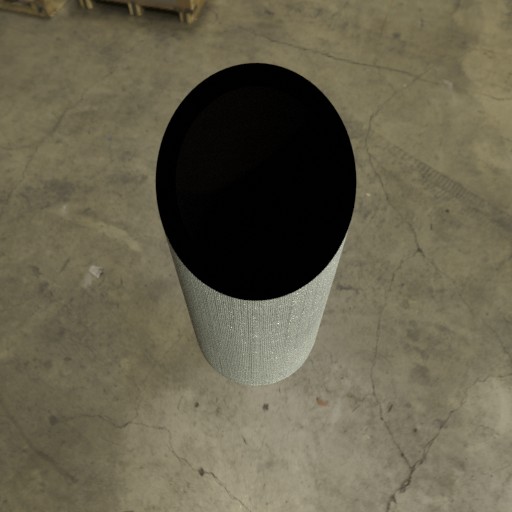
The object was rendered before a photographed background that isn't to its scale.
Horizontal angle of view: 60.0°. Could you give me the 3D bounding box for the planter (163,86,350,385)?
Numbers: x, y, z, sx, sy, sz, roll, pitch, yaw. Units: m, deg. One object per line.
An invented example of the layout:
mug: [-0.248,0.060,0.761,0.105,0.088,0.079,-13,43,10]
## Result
planter: [0.000,0.000,0.126,0.045,0.103,0.045,16,59,10]
